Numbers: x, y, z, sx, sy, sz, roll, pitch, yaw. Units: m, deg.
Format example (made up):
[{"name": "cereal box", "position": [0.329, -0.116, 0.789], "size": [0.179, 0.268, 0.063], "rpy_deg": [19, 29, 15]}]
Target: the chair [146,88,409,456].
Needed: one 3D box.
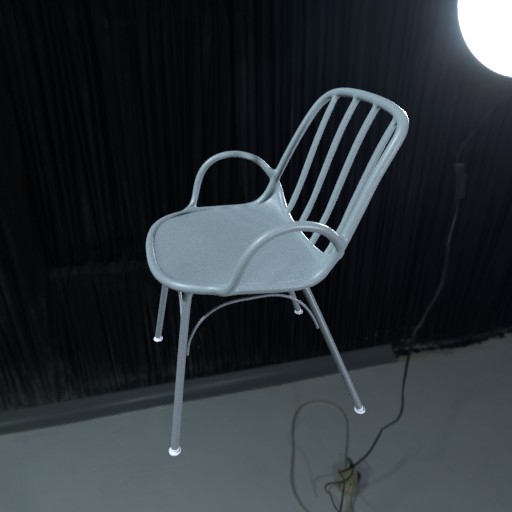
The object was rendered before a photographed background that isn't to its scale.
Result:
[{"name": "chair", "position": [0.000, 0.000, 1.202], "size": [0.597, 0.816, 0.549], "rpy_deg": [-8, 30, -14]}]
